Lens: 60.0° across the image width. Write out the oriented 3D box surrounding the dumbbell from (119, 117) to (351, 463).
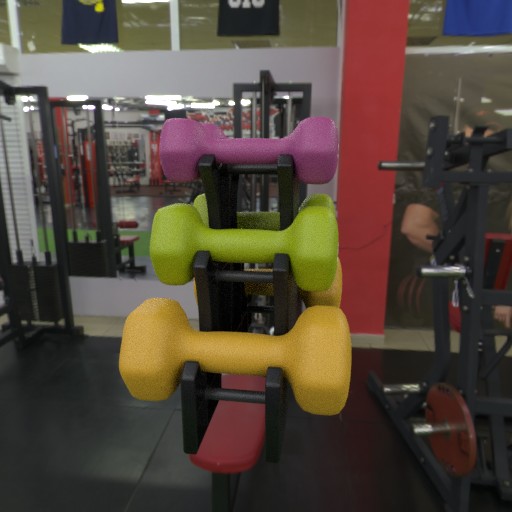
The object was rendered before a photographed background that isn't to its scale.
[{"bbox_3d":[0.000,0.000,0.465,0.190,0.271,0.300,2,14,8],"label":"dumbbell"}]
